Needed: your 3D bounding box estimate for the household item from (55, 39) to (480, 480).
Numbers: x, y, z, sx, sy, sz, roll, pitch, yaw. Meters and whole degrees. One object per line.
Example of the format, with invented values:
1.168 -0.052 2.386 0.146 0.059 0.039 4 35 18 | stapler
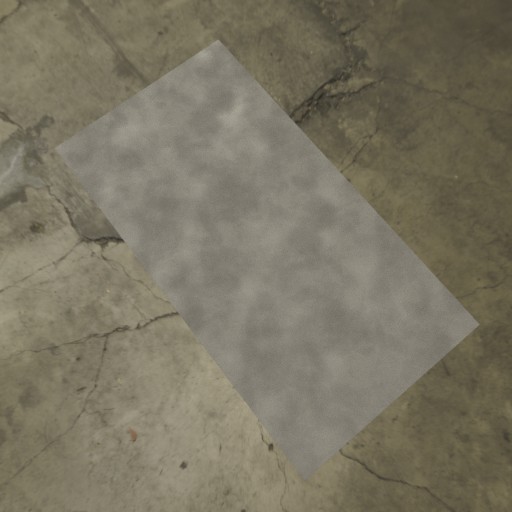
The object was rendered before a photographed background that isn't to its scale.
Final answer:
0.000 0.000 2.101 0.850 0.755 1.600 -38 79 -9 | household item
